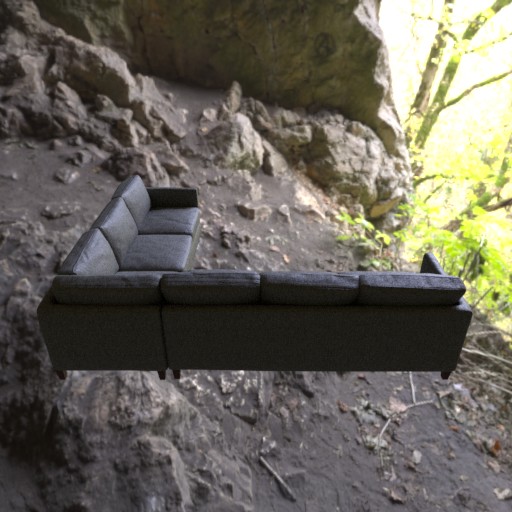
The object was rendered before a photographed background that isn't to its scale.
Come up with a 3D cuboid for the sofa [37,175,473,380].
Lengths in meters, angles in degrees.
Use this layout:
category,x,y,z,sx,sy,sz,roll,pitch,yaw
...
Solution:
category,x,y,z,sx,sy,sz,roll,pitch,yaw
sofa,0.000,0.000,4.496,3.302,0.947,2.593,0,30,0
